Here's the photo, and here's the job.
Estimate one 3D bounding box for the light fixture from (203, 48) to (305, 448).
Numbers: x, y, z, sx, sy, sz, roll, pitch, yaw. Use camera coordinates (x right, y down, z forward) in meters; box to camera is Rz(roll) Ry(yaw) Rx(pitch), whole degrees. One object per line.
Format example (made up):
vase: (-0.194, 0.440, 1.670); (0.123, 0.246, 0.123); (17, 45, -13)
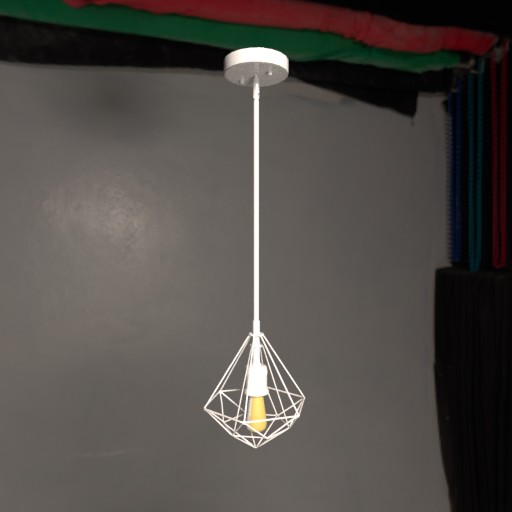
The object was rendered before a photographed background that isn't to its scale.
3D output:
light fixture: (0.000, 0.000, 2.029); (0.487, 1.764, 0.431); (0, 1, -18)
